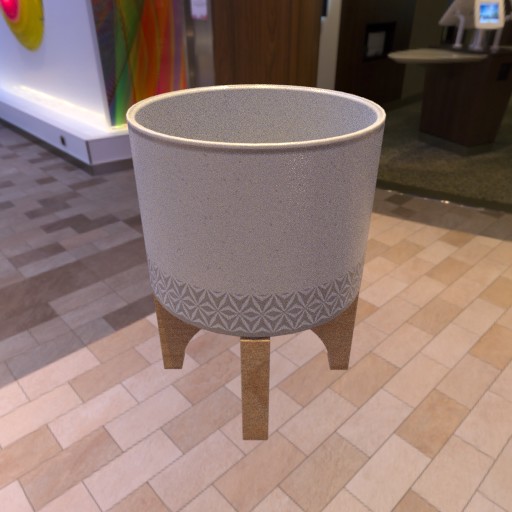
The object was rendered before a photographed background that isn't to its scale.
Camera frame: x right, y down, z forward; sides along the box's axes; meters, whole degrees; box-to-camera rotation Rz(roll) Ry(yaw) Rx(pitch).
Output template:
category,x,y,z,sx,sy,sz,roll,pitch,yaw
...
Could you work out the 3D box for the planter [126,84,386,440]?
category,x,y,z,sx,sy,sz,roll,pitch,yaw
planter,0.000,0.000,0.273,0.130,0.178,0.130,0,31,0
